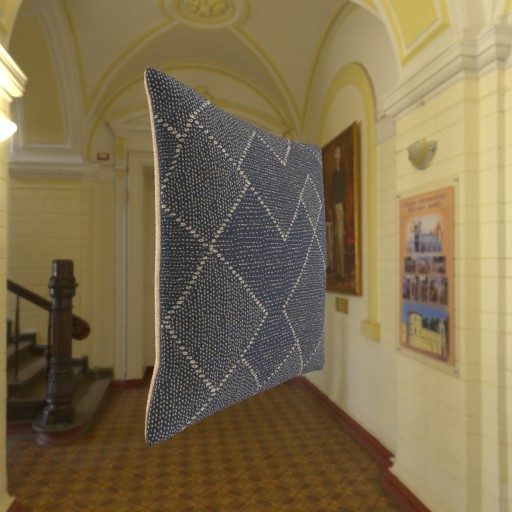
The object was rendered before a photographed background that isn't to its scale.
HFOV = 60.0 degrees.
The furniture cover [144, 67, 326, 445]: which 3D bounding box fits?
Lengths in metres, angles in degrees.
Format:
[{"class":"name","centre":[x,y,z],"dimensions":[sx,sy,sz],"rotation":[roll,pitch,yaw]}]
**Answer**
[{"class":"furniture cover","centre":[0.000,0.000,0.794],"dimensions":[0.162,0.503,0.511],"rotation":[0,-1,35]}]
